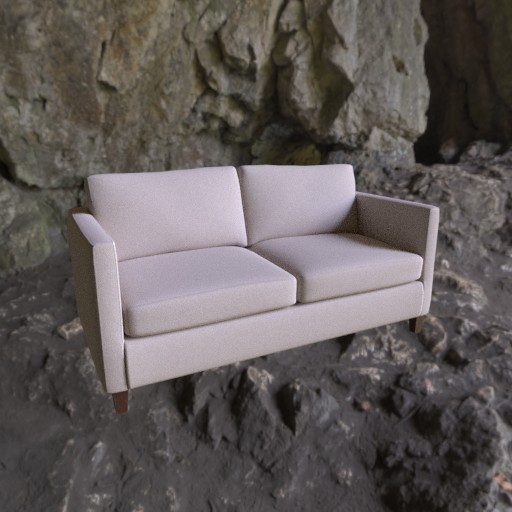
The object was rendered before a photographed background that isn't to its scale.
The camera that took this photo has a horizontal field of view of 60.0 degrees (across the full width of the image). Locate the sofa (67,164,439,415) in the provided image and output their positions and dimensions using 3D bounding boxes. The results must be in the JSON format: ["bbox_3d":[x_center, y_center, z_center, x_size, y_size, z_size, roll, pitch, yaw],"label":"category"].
[{"bbox_3d":[0.000,0.000,2.301,1.722,0.888,0.873,-8,18,-26],"label":"sofa"}]
